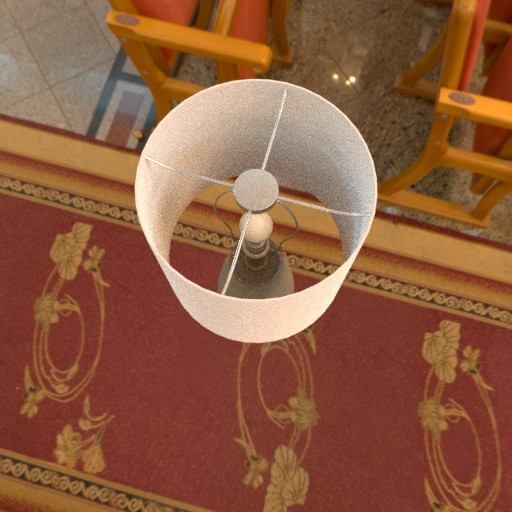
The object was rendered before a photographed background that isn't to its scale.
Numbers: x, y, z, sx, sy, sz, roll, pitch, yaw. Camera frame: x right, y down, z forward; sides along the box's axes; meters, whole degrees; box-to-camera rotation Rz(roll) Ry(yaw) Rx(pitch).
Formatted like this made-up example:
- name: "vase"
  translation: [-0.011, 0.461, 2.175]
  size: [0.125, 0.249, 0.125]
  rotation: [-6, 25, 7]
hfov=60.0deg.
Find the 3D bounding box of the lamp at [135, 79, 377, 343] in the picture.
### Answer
- name: "lamp"
  translation: [0.000, 0.000, 0.477]
  size: [0.186, 0.369, 0.186]
  rotation: [0, 74, 0]
